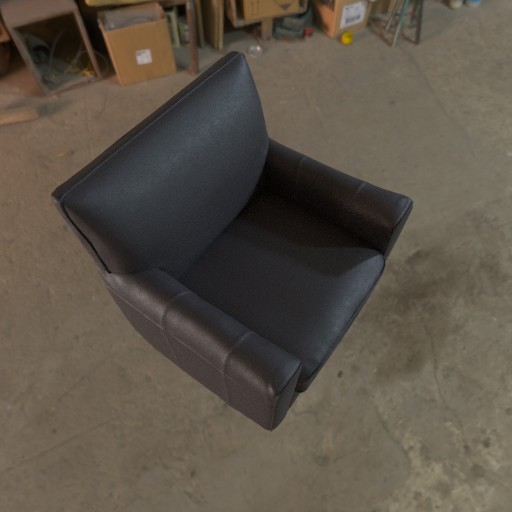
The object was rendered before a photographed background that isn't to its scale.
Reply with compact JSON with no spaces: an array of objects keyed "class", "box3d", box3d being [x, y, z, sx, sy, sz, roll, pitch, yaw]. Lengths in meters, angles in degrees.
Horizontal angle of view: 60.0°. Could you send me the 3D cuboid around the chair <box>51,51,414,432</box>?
[{"class":"chair","box3d":[0.000,0.000,1.627,0.825,0.943,0.870,32,63,18]}]
